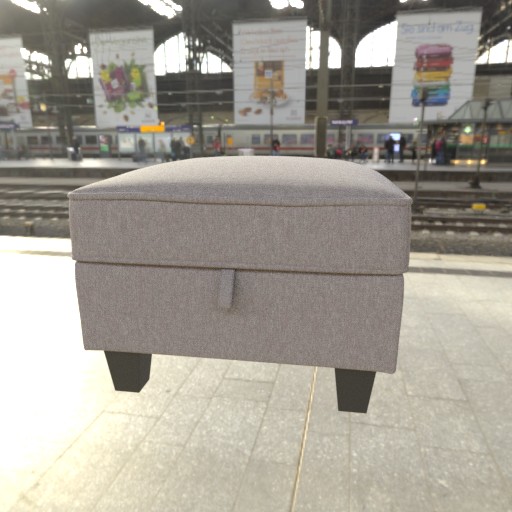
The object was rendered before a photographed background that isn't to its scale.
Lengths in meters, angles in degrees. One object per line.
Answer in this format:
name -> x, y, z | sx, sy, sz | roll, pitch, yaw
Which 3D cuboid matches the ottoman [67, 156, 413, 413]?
ottoman -> 0.000, 0.000, 1.393 | 0.808, 0.612, 0.871 | 2, 14, 9
